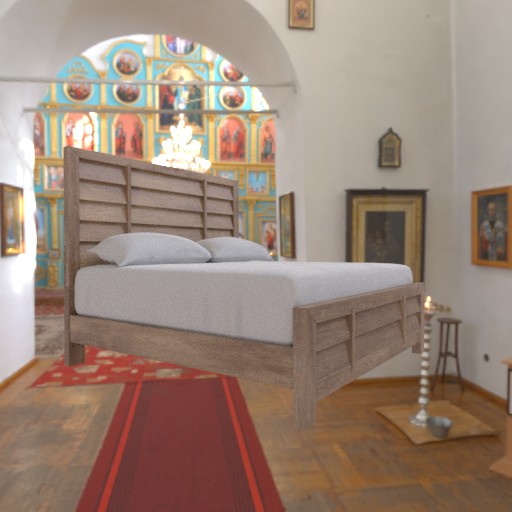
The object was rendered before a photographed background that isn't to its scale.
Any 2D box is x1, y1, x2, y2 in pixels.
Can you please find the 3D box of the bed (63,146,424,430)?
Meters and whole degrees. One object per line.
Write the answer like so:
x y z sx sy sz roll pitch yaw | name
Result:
0.000 0.000 3.515 2.062 1.626 2.032 1 1 36 | bed
